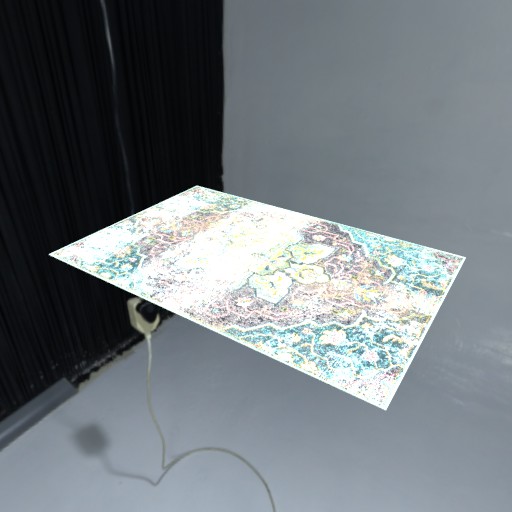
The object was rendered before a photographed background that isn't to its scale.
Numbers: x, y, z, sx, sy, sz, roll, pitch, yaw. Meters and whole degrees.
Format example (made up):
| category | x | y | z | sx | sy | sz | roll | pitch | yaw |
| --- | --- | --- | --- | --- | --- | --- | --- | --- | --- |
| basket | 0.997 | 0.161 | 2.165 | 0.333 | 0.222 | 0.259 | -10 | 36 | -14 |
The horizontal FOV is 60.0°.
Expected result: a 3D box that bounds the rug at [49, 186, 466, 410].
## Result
| category | x | y | z | sx | sy | sz | roll | pitch | yaw |
| --- | --- | --- | --- | --- | --- | --- | --- | --- | --- |
| rug | 0.000 | 0.000 | 2.965 | 2.363 | 0.004 | 1.566 | 19 | 35 | 30 |
